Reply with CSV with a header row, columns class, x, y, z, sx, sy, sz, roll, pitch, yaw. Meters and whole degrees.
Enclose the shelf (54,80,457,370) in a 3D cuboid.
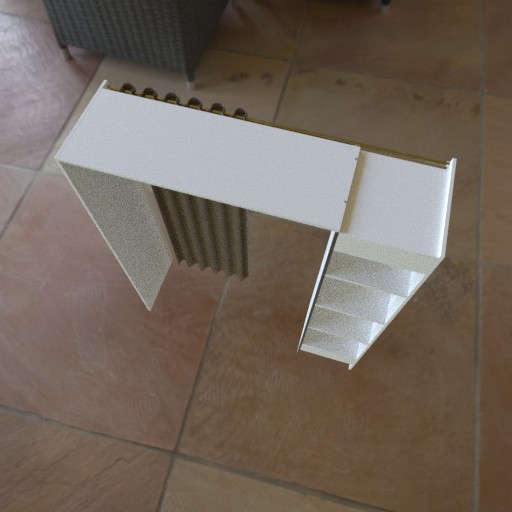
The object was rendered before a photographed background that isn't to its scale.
class,x,y,z,sx,sy,sz,roll,pitch,yaw
shelf,0.000,0.000,2.648,1.600,1.820,0.500,15,64,8
